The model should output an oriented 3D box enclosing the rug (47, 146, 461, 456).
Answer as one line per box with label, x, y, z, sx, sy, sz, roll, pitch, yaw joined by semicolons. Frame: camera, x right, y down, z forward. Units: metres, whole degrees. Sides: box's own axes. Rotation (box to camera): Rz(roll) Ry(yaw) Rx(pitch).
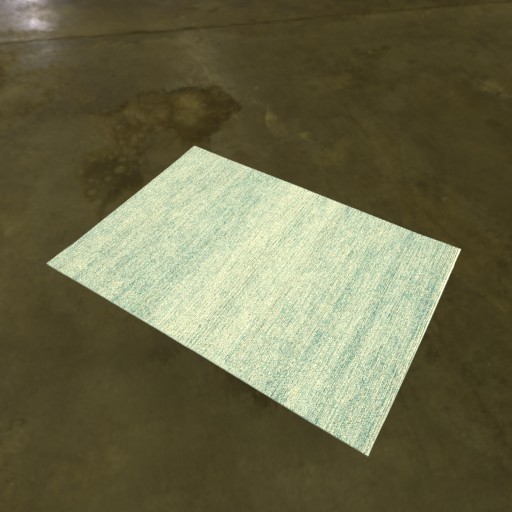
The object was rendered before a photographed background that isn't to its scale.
rug;0.000;0.000;2.987;2.306;0.030;1.613;25;53;21
